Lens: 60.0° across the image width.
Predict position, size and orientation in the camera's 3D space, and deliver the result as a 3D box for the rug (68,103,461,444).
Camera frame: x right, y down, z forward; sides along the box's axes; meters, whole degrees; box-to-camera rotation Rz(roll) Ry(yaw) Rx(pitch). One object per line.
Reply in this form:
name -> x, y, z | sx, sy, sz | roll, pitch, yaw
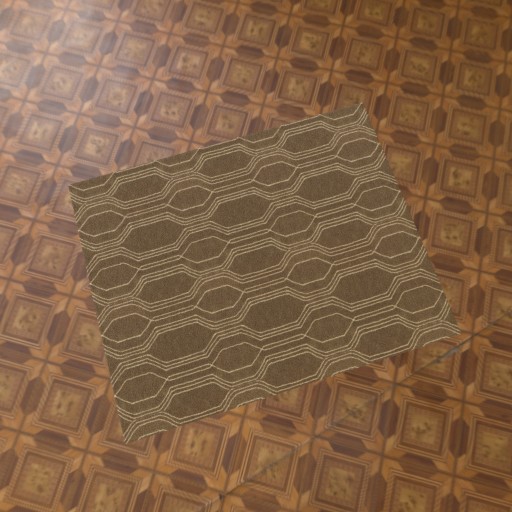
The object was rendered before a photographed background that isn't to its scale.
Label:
rug -> 0.000, 0.000, 4.125 | 3.062, 0.012, 2.457 | -17, 76, -4
